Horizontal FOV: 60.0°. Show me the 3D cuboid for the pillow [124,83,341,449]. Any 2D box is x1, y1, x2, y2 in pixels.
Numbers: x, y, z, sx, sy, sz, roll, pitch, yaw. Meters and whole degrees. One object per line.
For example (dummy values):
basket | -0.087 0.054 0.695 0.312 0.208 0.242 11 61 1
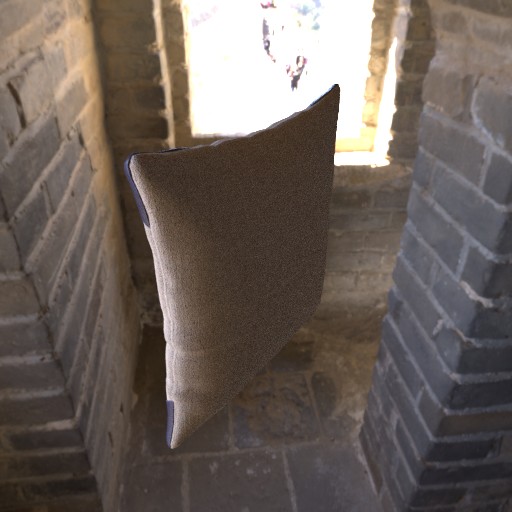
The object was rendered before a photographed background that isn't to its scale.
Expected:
pillow | 0.000 0.000 0.682 0.147 0.441 0.440 20 37 29
